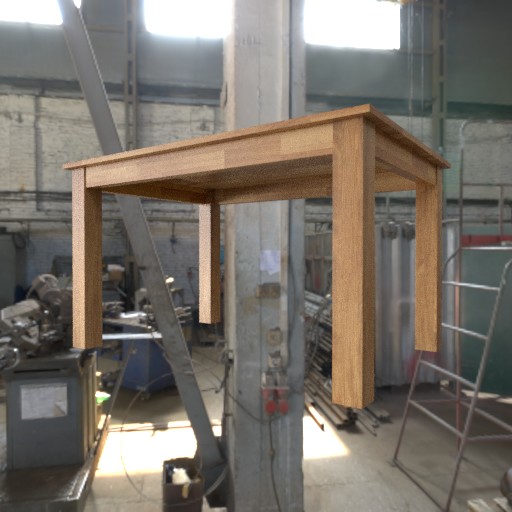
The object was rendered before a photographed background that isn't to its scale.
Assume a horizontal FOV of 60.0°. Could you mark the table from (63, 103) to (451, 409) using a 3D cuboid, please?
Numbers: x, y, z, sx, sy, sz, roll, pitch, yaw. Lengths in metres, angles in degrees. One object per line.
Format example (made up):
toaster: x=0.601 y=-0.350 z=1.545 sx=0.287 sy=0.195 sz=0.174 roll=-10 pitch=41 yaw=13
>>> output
table: x=0.000 y=0.000 z=1.810 sx=1.300 sy=0.750 sz=0.900 roll=1 pitch=1 yaw=35
